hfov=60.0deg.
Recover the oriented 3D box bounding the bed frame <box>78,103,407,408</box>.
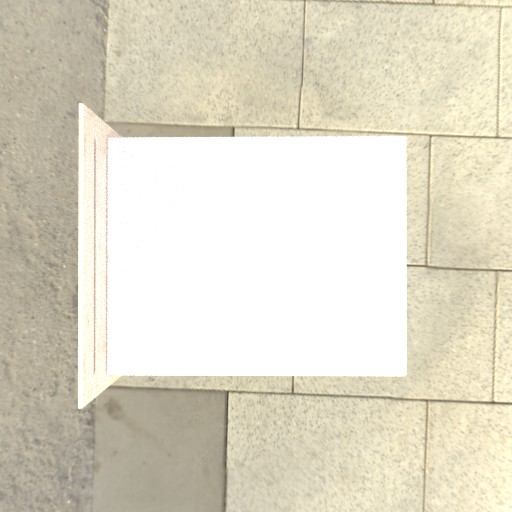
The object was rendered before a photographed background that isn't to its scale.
[{"bbox_3d":[0.000,0.000,3.048,2.080,0.900,1.800,0,90,1],"label":"bed frame"}]
